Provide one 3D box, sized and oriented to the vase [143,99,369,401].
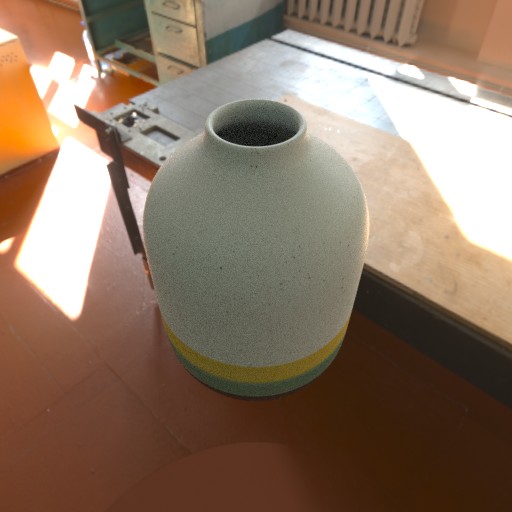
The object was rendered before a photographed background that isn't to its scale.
[{"bbox_3d":[0.000,0.000,0.363,0.169,0.240,0.169,0,46,0],"label":"vase"}]
